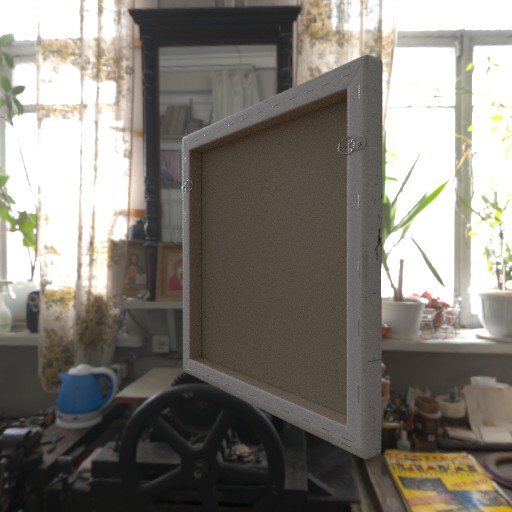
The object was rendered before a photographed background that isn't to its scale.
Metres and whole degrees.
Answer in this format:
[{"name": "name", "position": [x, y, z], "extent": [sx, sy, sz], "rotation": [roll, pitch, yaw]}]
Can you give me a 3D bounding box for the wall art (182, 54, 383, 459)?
[{"name": "wall art", "position": [0.000, 0.000, 0.918], "extent": [0.040, 0.611, 0.610], "rotation": [-1, 1, -36]}]
